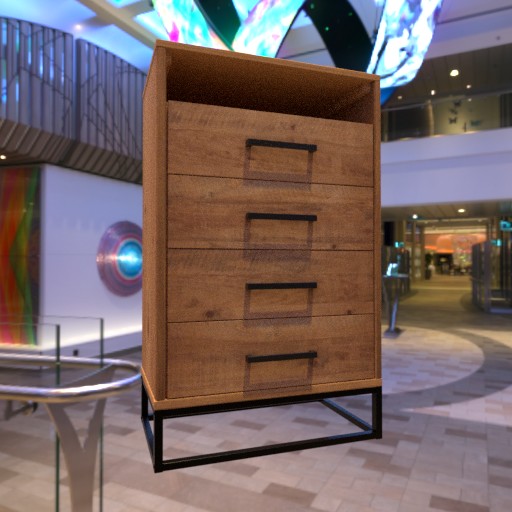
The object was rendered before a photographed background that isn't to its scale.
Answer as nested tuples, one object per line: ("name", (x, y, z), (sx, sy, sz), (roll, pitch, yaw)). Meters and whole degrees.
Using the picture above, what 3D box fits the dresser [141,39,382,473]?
("dresser", (0.000, 0.000, 1.588), (0.761, 1.240, 0.479), (0, -1, -19))
